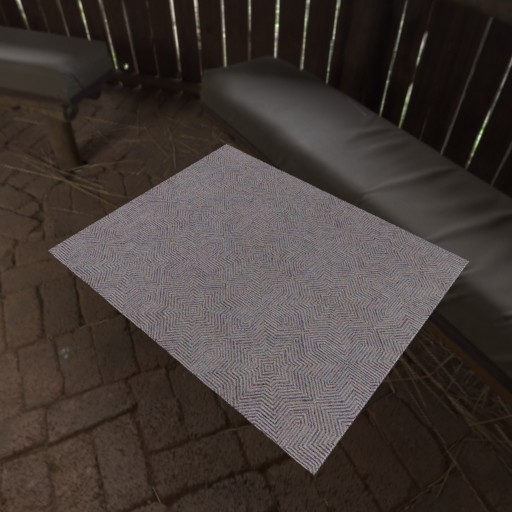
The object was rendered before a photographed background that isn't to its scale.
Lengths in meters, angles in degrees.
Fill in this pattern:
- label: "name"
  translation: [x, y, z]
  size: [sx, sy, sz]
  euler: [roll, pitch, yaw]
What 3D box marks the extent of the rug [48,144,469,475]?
- label: "rug"
  translation: [0.000, 0.000, 4.105]
  size: [3.046, 0.008, 2.442]
  euler: [32, 53, 27]
